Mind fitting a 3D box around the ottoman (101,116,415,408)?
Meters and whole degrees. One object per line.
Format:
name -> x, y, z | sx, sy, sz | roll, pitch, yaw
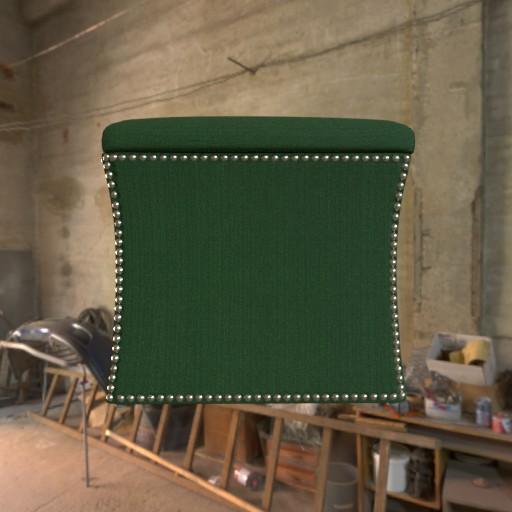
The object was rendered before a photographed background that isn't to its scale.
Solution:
ottoman -> 0.000, 0.000, 0.921 | 0.507, 0.475, 0.497 | 0, 0, -1
